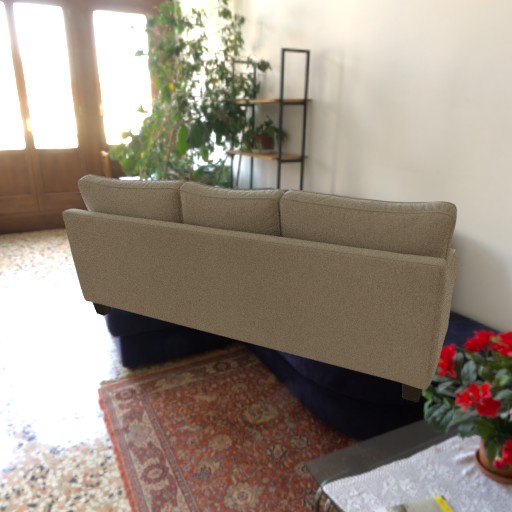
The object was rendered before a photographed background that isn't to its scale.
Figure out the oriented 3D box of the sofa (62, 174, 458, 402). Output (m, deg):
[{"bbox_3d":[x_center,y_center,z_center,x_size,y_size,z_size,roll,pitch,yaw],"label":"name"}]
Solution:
[{"bbox_3d":[0.000,0.000,2.834,2.323,0.991,1.016,9,20,26],"label":"sofa"}]
